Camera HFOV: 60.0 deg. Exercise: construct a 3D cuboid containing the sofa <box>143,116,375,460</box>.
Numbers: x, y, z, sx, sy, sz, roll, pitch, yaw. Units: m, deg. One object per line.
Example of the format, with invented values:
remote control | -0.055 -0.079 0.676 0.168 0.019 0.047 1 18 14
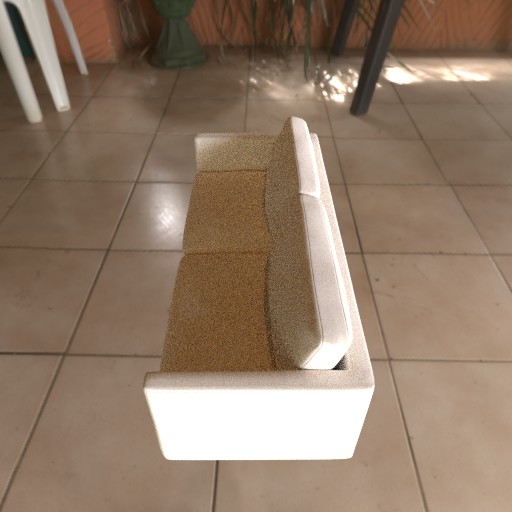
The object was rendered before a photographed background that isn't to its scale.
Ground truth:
sofa | 0.000 0.000 2.638 0.924 0.933 2.139 0 42 0
